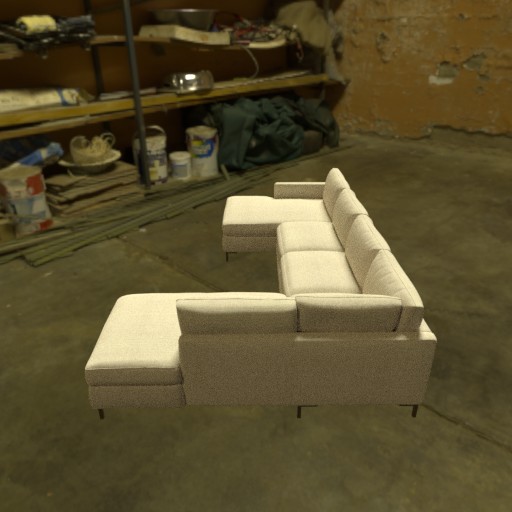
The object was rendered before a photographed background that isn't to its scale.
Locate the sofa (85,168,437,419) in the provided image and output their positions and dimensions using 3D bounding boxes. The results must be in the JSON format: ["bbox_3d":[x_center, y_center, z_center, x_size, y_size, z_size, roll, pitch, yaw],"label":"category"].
[{"bbox_3d":[0.000,0.000,3.560,1.879,0.756,2.737,0,27,0],"label":"sofa"}]
